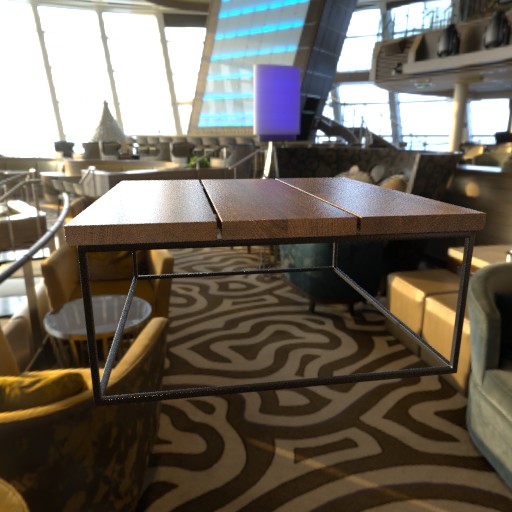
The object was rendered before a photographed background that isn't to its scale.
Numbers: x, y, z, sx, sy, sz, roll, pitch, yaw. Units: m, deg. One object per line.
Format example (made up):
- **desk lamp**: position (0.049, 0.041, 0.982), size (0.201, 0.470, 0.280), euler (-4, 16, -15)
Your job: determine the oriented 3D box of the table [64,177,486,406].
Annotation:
- **table**: position (0.000, 0.000, 1.405), size (0.900, 0.400, 0.900), euler (-2, 15, -9)
